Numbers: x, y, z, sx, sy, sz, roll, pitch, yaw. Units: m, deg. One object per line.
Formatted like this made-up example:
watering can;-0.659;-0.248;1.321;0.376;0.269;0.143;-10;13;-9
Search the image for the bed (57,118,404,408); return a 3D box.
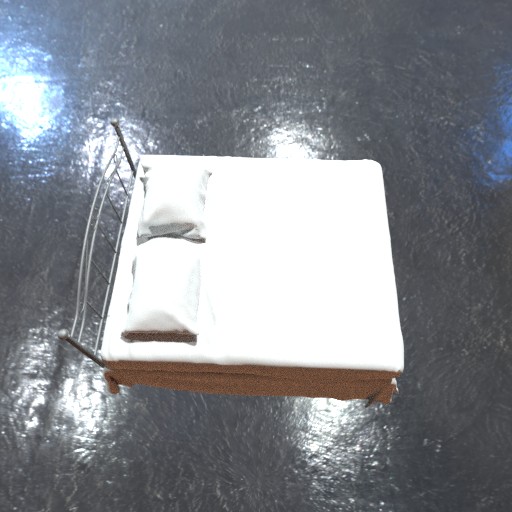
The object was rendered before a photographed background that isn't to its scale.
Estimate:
bed;0.000;0.000;3.290;2.215;1.080;1.936;2;63;1
